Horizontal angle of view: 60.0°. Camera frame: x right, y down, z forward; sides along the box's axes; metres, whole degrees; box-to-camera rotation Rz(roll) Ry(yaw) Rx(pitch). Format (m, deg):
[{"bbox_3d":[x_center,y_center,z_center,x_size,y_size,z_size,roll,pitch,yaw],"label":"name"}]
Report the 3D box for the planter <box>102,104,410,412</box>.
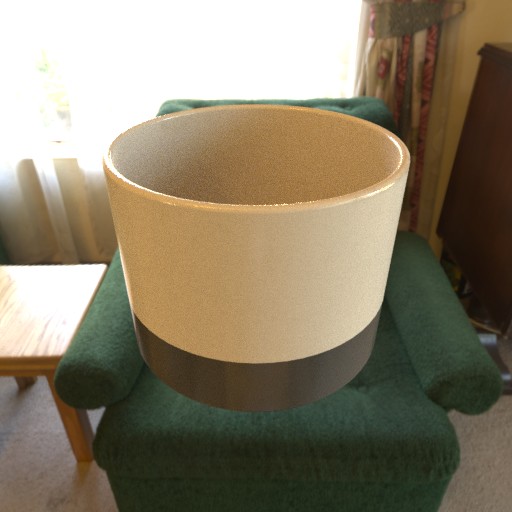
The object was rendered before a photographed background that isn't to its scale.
[{"bbox_3d":[0.000,0.000,0.335,0.193,0.177,0.193,0,33,0],"label":"planter"}]
